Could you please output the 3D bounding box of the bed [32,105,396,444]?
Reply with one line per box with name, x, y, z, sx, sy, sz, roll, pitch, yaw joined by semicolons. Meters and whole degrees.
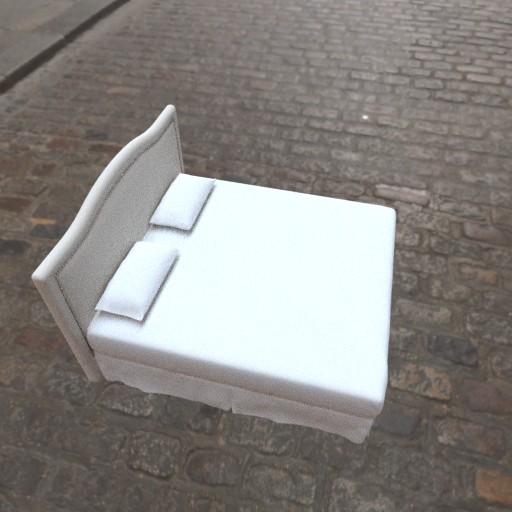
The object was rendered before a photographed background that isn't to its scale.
bed;0.000;0.000;3.492;2.182;1.421;2.083;11;48;10
